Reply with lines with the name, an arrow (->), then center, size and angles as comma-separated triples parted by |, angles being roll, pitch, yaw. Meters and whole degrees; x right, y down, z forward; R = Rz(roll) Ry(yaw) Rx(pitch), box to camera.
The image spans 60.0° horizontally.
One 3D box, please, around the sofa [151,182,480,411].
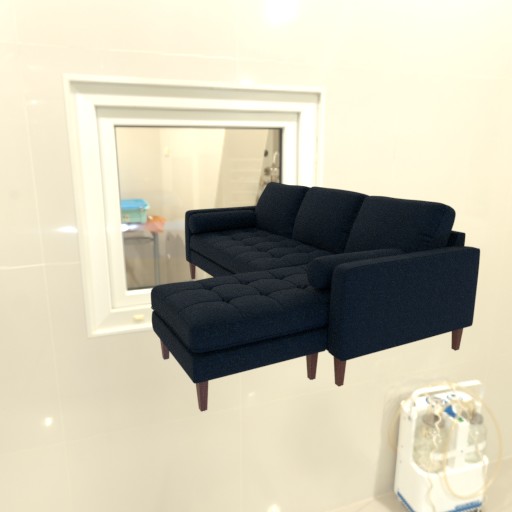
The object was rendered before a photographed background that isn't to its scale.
sofa -> 0.000, 0.000, 2.969 | 1.613, 0.841, 2.185 | -7, 15, -27
